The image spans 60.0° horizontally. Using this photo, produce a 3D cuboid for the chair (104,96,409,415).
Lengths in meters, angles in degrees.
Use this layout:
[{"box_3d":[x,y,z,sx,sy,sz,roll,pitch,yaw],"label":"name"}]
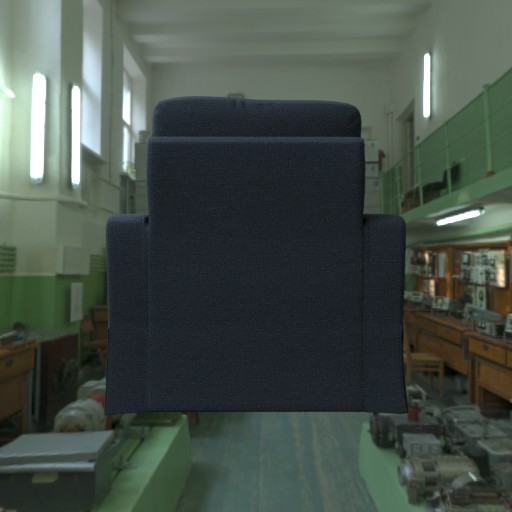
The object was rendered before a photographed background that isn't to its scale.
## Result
[{"box_3d":[0.000,0.000,1.517,0.798,0.855,0.863,0,-2,0],"label":"chair"}]
